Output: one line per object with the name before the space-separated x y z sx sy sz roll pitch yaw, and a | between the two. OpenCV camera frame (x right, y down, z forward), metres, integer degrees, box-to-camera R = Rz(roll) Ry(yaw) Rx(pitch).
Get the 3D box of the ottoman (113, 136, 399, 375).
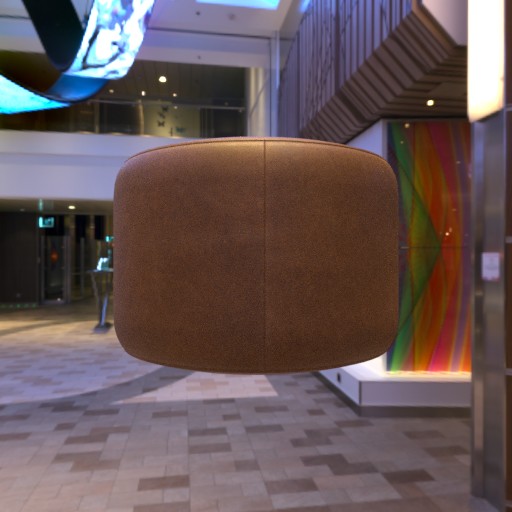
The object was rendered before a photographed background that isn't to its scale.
ottoman | 0.000 0.000 0.992 0.607 0.438 0.607 0 0 0
